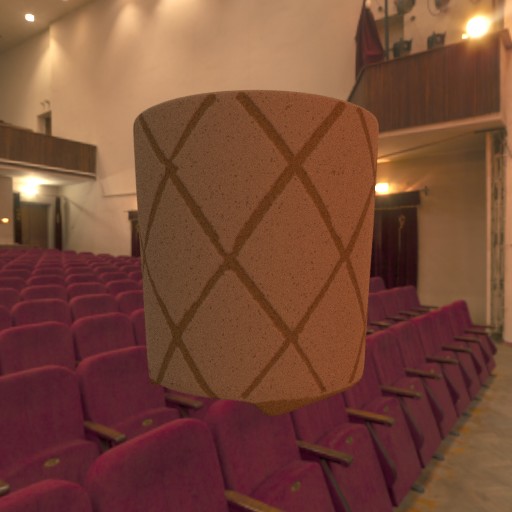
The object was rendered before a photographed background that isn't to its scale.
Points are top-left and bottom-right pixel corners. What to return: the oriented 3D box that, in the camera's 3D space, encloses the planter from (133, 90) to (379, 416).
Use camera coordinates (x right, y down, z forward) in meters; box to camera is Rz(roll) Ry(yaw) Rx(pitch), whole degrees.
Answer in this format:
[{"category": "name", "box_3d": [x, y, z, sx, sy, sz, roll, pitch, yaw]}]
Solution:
[{"category": "planter", "box_3d": [0.000, 0.000, 0.358, 0.191, 0.199, 0.191, 0, 0, 0]}]
